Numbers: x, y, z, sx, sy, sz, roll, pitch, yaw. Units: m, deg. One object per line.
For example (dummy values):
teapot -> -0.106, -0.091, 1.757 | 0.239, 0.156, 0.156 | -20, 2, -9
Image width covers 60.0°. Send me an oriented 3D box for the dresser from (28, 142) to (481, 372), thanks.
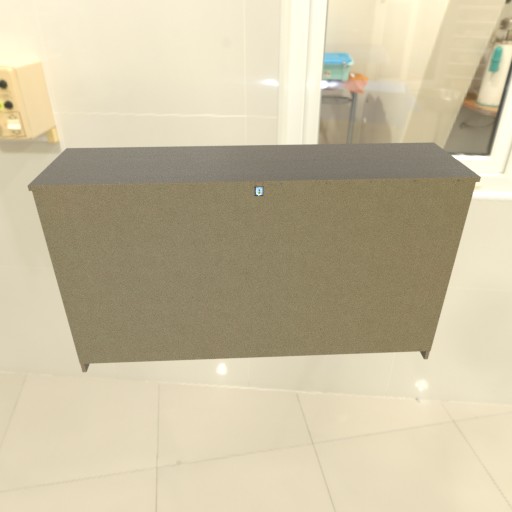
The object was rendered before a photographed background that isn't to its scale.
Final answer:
dresser -> 0.000, 0.000, 1.689 | 1.360, 0.755, 0.401 | -2, 31, -3
